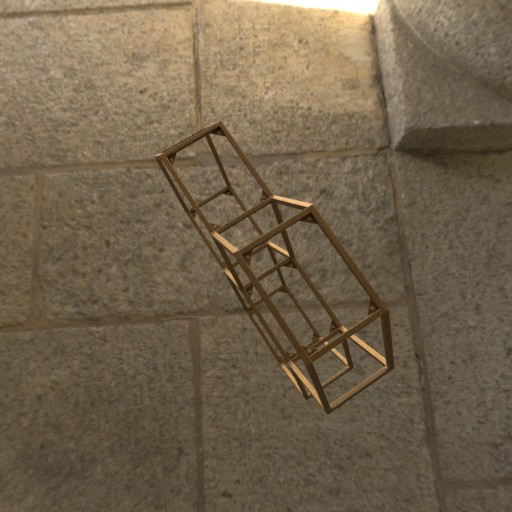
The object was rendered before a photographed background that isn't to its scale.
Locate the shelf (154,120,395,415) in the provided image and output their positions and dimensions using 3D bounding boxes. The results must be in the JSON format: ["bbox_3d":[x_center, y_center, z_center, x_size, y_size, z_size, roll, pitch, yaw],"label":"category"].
[{"bbox_3d":[0.000,0.000,1.047,0.150,0.701,0.708,-32,78,-8],"label":"shelf"}]
